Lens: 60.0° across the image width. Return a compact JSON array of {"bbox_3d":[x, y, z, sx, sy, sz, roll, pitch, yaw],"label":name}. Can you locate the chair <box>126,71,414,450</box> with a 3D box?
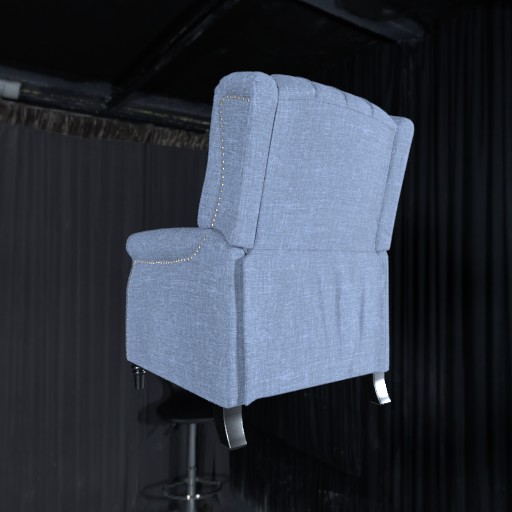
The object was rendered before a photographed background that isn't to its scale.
[{"bbox_3d":[0.000,0.000,1.629,0.742,1.035,0.898,1,-1,-36],"label":"chair"}]
